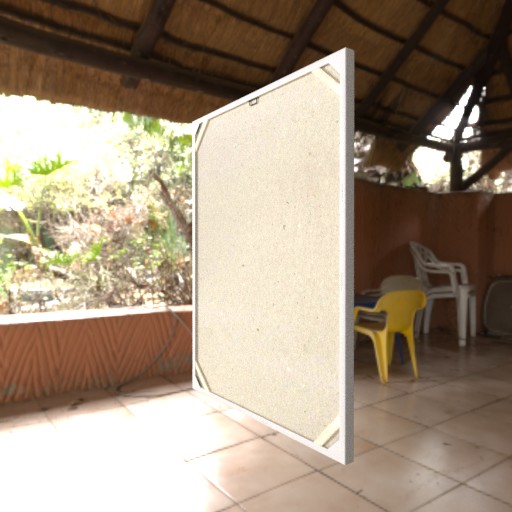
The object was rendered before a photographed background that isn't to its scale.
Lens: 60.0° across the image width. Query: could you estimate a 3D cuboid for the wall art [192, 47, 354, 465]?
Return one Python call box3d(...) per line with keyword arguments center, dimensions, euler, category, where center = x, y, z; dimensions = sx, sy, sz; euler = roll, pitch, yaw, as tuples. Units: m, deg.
box3d(center=(0.000, 0.000, 1.660), dimensions=(0.038, 1.212, 0.914), euler=(0, 1, -37), category="wall art")
